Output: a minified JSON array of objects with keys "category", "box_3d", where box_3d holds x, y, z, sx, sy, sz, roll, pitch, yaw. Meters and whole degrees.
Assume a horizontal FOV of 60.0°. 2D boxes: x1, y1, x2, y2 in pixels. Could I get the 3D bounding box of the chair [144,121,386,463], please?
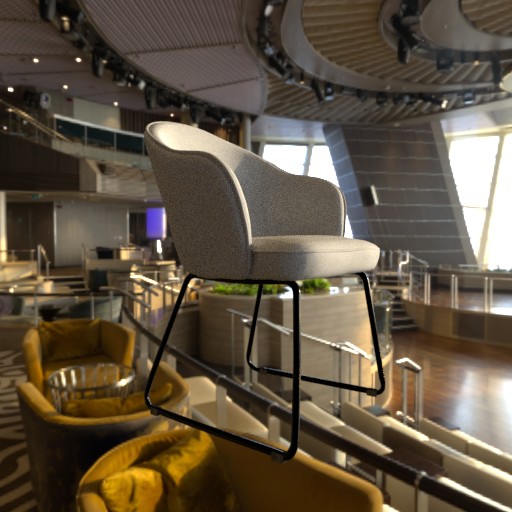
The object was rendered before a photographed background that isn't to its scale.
[{"category":"chair","box_3d":[0.000,0.000,1.239,0.592,0.817,0.570,2,3,37]}]
